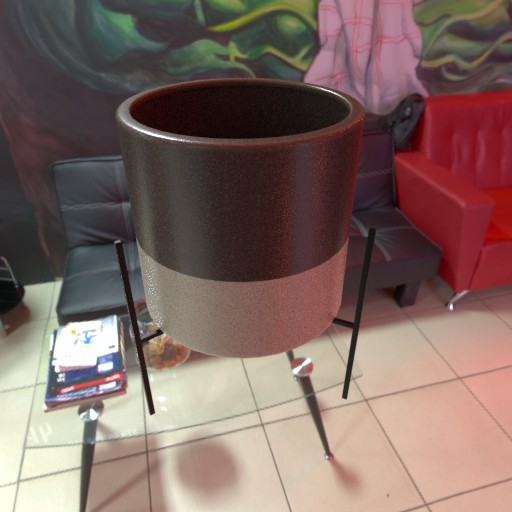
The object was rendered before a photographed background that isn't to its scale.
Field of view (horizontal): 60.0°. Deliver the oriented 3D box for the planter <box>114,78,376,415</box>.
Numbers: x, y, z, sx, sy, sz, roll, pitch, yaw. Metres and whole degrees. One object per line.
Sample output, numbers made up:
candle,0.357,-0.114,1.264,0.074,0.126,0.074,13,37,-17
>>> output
planter,0.000,0.000,0.521,0.260,0.353,0.250,10,35,15
